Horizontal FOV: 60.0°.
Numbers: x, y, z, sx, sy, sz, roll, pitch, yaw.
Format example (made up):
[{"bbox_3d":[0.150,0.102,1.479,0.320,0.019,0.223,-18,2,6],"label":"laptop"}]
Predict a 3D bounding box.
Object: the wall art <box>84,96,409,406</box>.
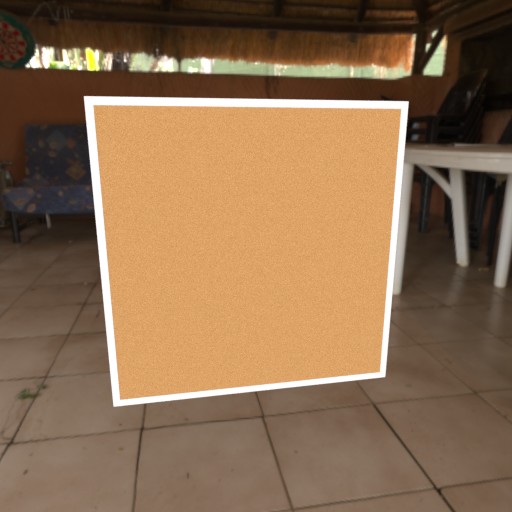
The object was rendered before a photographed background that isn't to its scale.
[{"bbox_3d":[0.000,0.000,1.142,0.762,0.762,0.038,-3,15,-11],"label":"wall art"}]
